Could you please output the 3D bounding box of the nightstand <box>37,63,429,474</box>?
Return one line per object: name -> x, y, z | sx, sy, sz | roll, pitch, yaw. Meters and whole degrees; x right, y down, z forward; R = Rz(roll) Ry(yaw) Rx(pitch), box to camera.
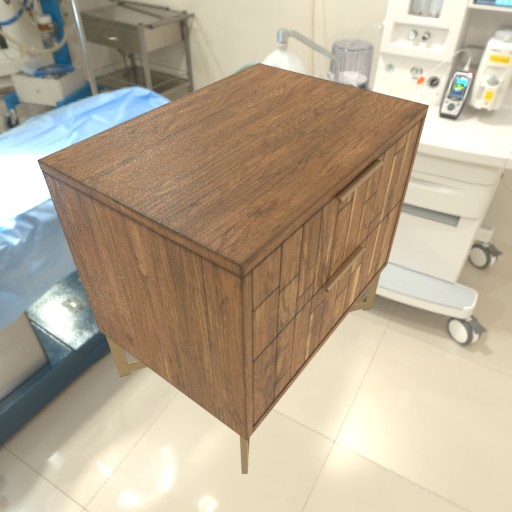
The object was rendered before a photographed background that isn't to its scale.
nightstand -> 0.000, 0.000, 1.012 | 0.446, 0.610, 0.610 | 26, 48, 27
